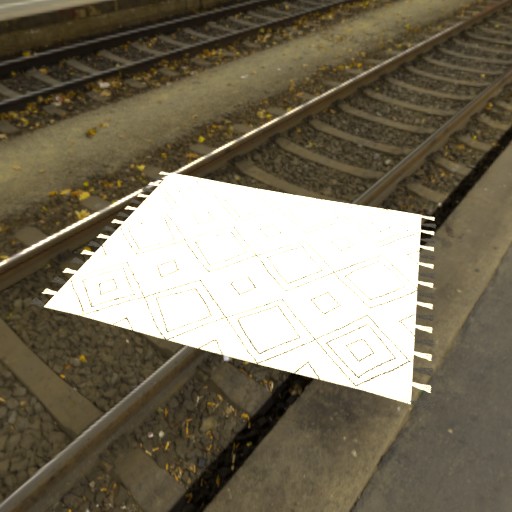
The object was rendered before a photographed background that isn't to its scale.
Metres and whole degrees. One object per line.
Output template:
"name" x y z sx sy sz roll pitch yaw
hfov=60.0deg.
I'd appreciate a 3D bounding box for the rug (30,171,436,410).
"rug" 0.000 0.000 4.173 3.221 0.026 2.342 12 41 14
